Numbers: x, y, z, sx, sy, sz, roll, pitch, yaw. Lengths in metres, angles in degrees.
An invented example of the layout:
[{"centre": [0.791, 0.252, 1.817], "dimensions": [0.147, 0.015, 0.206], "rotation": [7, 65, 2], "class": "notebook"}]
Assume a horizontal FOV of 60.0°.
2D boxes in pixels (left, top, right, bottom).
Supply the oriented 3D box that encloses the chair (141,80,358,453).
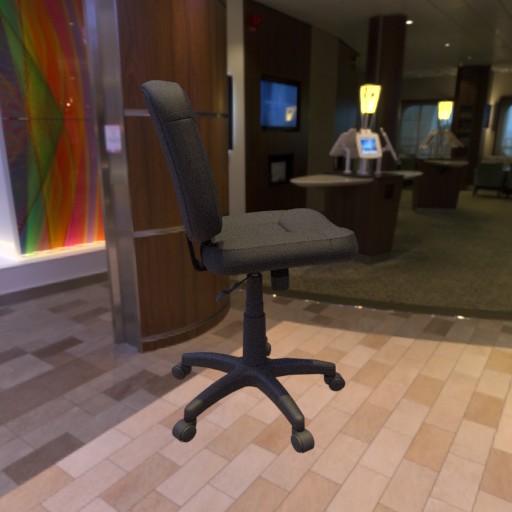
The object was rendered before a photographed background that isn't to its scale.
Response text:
[{"centre": [0.000, 0.000, 1.341], "dimensions": [0.610, 0.972, 0.610], "rotation": [-3, 16, -10], "class": "chair"}]
